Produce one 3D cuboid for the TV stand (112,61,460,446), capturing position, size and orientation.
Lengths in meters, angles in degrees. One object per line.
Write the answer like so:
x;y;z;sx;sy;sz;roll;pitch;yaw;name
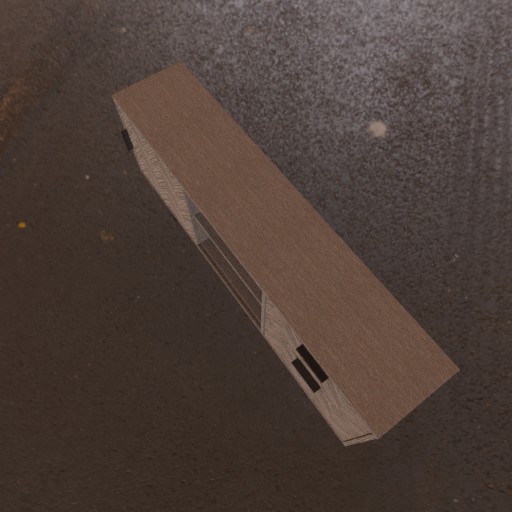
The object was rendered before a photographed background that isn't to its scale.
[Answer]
0.000;0.000;2.121;0.405;0.787;1.804;-33;69;-15;TV stand
